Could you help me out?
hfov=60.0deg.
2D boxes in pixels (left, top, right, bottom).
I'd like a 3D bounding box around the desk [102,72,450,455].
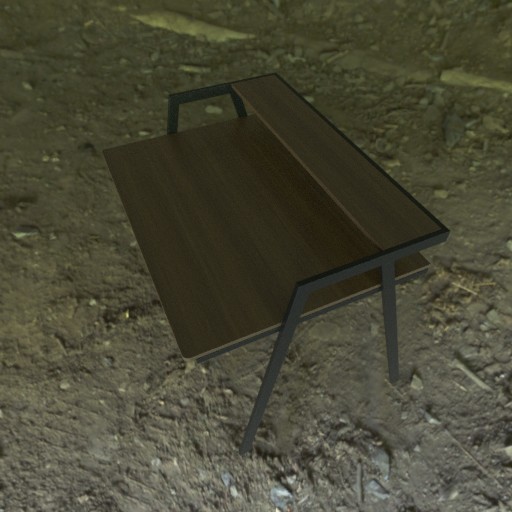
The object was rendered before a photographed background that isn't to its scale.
[{"bbox_3d":[0.000,0.000,1.911,0.936,0.998,1.143,-19,50,-17],"label":"desk"}]
